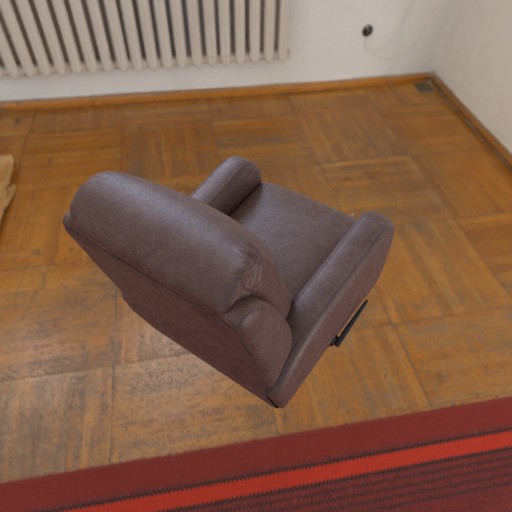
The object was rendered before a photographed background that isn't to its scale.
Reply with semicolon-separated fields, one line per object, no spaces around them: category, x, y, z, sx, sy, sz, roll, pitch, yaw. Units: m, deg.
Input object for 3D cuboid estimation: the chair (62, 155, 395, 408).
chair;0.000;0.000;1.782;0.865;1.067;1.067;27;53;23
